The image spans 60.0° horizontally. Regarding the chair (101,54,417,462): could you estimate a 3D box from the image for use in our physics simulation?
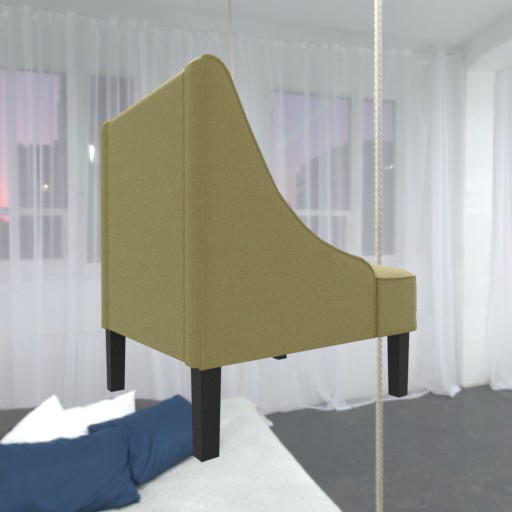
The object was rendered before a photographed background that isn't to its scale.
[{"bbox_3d":[0.000,0.000,1.458,0.814,0.896,0.696,-1,1,-37],"label":"chair"}]
